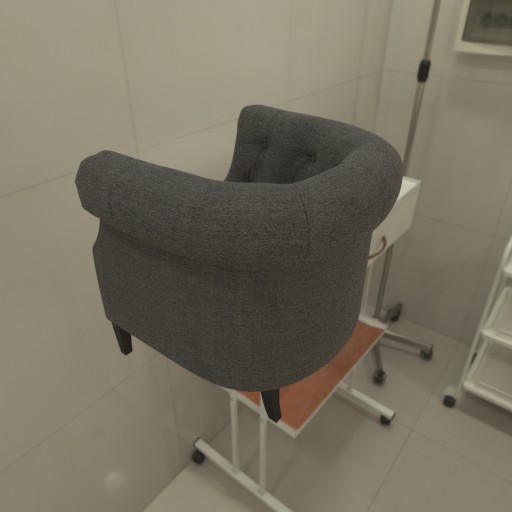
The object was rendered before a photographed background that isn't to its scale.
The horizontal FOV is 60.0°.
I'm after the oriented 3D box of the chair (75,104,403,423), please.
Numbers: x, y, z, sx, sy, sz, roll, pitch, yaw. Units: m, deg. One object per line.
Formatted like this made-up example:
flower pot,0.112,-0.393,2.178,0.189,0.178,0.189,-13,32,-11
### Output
chair,0.000,0.000,1.554,0.852,0.827,0.905,22,38,31
